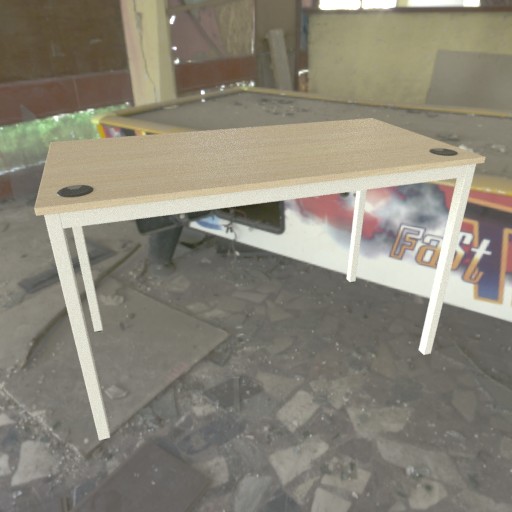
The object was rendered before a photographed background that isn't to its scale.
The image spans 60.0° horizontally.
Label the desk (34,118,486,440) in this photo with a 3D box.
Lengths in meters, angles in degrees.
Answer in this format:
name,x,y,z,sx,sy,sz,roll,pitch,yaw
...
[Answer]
name,x,y,z,sx,sy,sz,roll,pitch,yaw
desk,0.000,0.000,1.535,1.200,0.750,0.600,-9,30,-17
